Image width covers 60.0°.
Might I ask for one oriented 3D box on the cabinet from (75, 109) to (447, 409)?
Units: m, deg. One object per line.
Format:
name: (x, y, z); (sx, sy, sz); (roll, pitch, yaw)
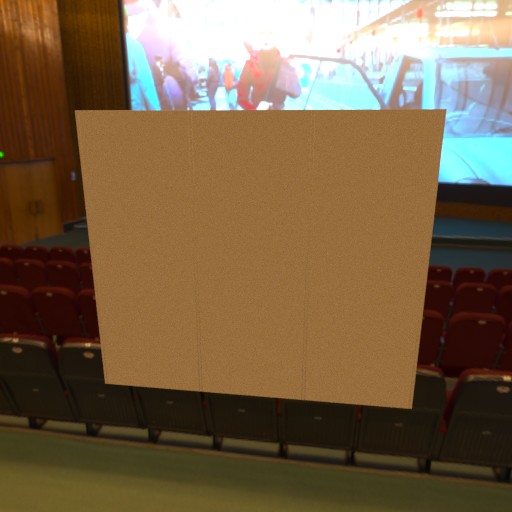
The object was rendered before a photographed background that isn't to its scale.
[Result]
cabinet: (0.000, 0.000, 3.809); (2.700, 2.370, 0.590); (2, 17, 8)
